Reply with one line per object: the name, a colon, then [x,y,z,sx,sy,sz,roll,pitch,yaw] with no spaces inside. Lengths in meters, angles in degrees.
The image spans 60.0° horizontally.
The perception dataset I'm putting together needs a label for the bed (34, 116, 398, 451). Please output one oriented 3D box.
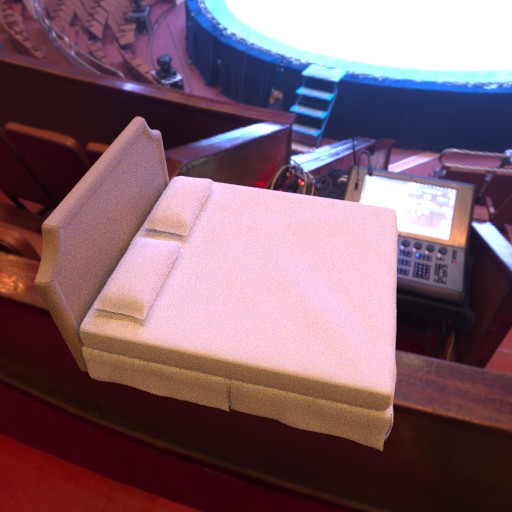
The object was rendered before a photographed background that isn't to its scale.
bed: [0.000,0.000,4.041,2.773,1.590,2.350,10,46,9]
